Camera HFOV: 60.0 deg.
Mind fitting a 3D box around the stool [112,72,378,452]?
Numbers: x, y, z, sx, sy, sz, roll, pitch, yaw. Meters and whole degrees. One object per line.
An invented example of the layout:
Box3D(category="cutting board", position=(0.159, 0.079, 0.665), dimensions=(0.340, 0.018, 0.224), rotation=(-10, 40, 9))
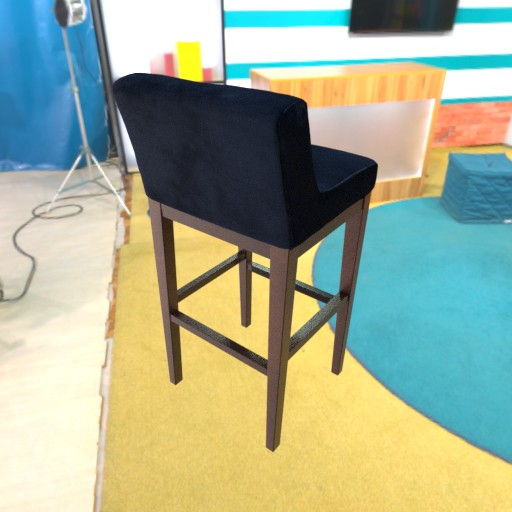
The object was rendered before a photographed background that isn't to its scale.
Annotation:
Box3D(category="stool", position=(0.000, 0.000, 1.335), dimensions=(0.511, 1.037, 0.500), rotation=(22, 37, 32))
